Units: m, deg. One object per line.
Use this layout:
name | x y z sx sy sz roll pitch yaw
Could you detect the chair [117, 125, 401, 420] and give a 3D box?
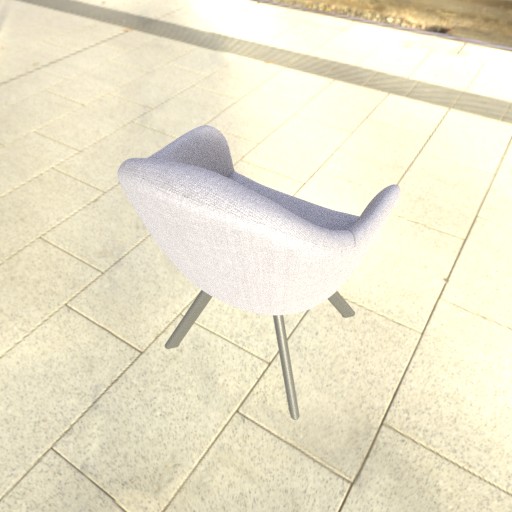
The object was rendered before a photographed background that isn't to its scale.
chair | 0.000 0.000 1.197 0.590 0.795 0.550 23 50 21
